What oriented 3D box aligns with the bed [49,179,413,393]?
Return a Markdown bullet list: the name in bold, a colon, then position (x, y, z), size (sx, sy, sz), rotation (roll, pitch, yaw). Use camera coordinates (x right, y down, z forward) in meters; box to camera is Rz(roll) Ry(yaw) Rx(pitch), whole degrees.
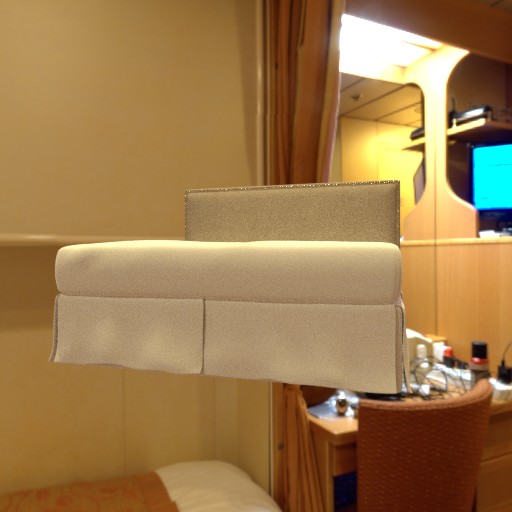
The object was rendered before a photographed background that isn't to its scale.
- **bed**: position (0.000, 0.000, 3.330), size (2.170, 1.346, 1.914), rotation (0, 0, 17)
